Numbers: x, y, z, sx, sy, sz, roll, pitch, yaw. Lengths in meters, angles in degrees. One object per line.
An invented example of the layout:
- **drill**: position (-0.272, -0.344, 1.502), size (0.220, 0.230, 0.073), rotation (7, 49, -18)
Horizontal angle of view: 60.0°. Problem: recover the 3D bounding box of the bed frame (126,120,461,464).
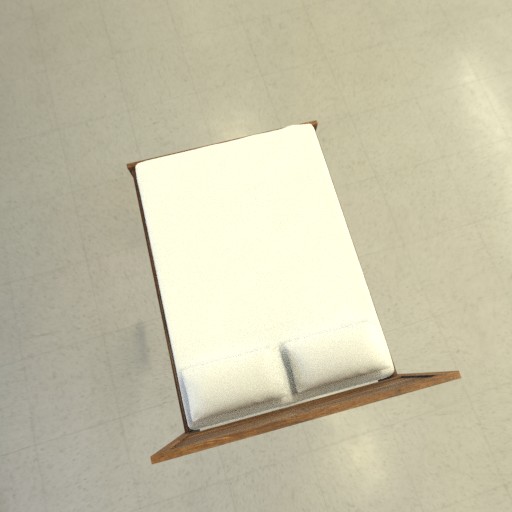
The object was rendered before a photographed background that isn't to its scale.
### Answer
- **bed frame**: position (0.000, 0.000, 3.309), size (1.696, 1.417, 2.276), rotation (-14, 75, -4)
